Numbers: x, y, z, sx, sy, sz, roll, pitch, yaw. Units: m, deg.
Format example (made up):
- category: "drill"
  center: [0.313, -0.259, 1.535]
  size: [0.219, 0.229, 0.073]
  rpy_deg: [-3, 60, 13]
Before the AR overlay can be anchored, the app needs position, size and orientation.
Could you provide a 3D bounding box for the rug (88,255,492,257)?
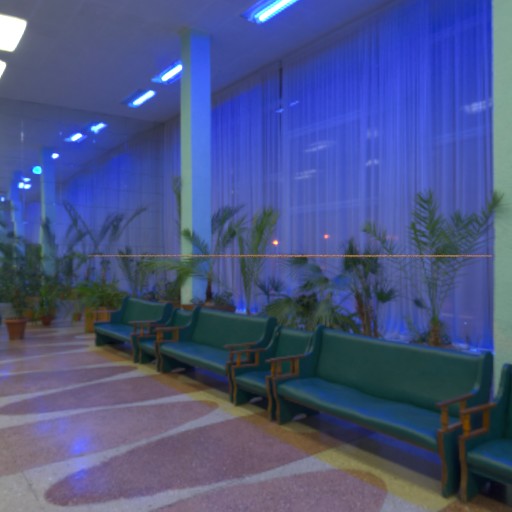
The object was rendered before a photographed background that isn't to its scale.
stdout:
- category: "rug"
  center: [0.000, 0.000, 2.900]
  size: [1.524, 0.006, 2.285]
  rpy_deg: [0, 0, -35]
